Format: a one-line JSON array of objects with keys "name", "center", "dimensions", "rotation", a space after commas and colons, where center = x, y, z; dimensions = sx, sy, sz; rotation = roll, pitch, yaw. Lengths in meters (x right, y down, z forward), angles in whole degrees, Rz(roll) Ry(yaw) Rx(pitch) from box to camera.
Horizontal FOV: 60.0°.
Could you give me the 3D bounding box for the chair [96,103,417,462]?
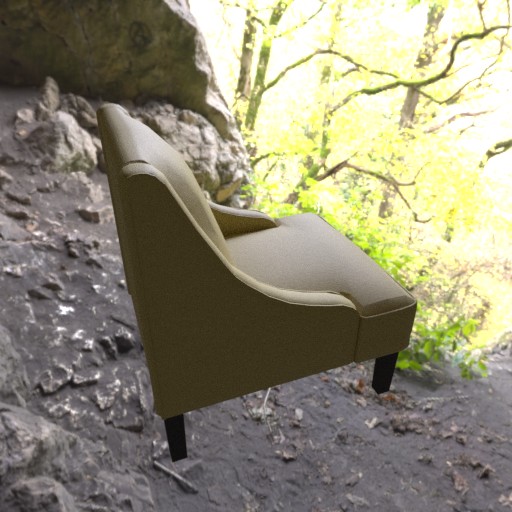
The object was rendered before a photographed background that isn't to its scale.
[{"name": "chair", "center": [0.000, 0.000, 1.451], "dimensions": [0.814, 0.896, 0.696], "rotation": [-11, 33, -18]}]
